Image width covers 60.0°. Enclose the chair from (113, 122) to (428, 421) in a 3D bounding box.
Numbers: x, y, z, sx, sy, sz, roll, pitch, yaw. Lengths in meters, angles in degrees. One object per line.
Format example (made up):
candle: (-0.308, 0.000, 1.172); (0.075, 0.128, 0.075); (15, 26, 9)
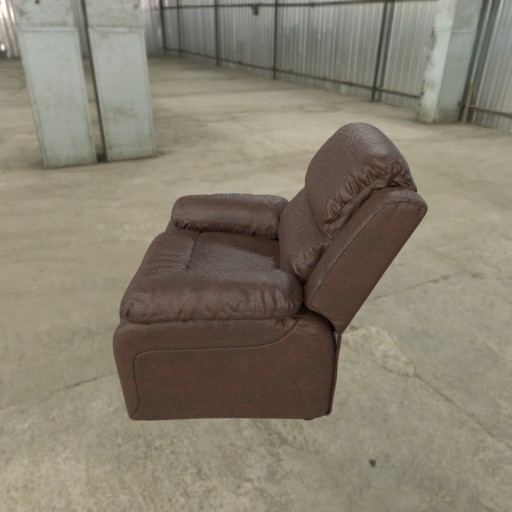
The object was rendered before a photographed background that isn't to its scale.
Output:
chair: (0.000, 0.000, 1.257); (0.707, 0.702, 0.680); (1, 28, 1)
